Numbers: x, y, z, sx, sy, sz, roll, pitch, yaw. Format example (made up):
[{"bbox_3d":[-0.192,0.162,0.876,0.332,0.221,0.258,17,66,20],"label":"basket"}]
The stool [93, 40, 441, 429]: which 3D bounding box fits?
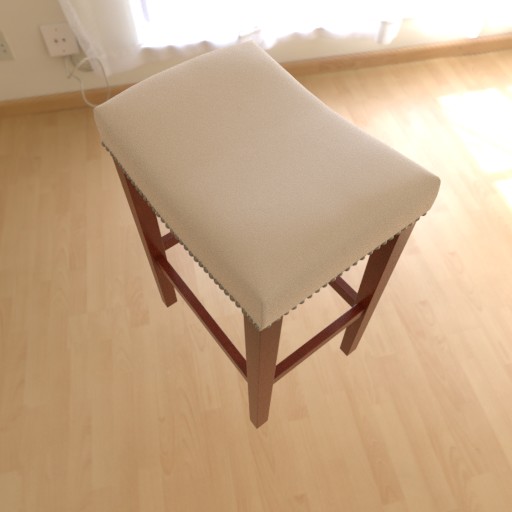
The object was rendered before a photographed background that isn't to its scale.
[{"bbox_3d":[0.000,0.000,1.022,0.372,0.742,0.504,-33,62,-20],"label":"stool"}]
